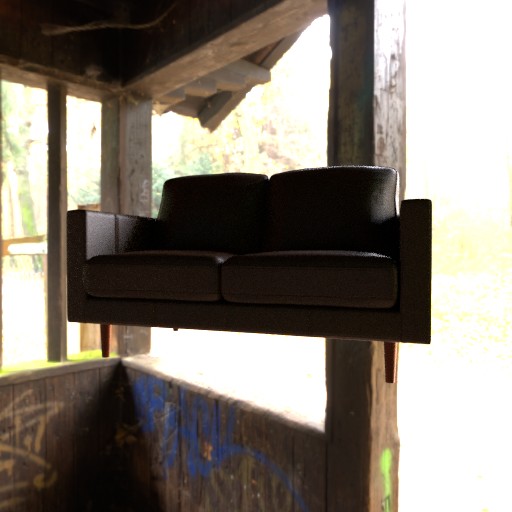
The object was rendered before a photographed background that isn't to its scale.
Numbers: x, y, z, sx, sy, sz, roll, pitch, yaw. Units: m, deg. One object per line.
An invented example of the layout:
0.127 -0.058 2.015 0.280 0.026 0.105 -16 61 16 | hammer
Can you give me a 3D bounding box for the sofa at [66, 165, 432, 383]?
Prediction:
0.000 0.000 2.198 1.578 0.951 0.909 0 1 18 | sofa
